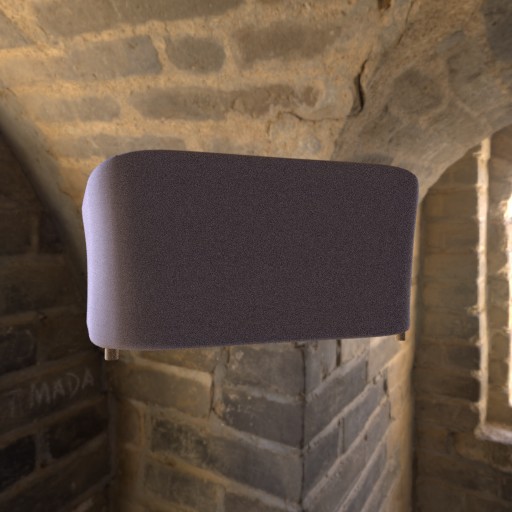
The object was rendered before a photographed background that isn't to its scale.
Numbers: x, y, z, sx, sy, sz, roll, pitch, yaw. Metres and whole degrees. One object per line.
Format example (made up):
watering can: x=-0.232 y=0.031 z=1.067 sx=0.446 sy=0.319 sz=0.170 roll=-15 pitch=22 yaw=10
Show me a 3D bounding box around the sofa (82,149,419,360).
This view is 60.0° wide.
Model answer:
sofa: x=0.000 y=0.000 z=1.919 sx=1.452 sy=0.721 sz=0.705 roll=0 pitch=0 yaw=-17
